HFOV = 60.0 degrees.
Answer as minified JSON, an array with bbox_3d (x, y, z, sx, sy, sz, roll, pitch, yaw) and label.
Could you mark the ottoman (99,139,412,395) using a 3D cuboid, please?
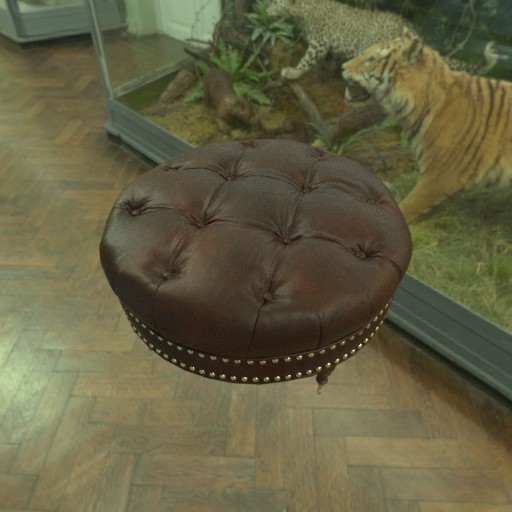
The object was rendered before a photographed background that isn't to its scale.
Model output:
[{"bbox_3d":[0.000,0.000,1.385,0.901,0.455,0.901,0,41,0],"label":"ottoman"}]
